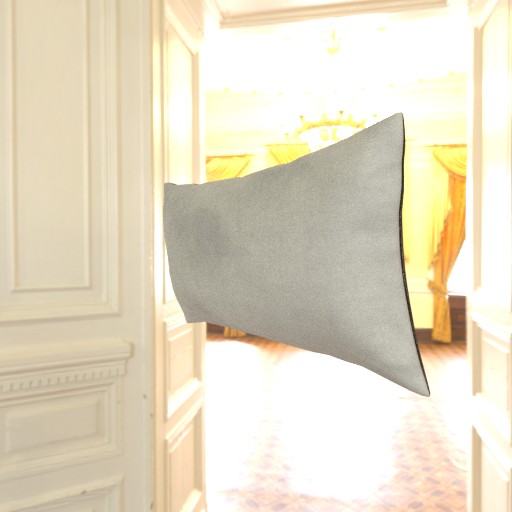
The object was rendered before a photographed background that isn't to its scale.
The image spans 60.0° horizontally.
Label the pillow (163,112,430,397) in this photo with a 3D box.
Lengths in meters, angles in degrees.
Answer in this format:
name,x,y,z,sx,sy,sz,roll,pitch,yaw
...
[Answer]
name,x,y,z,sx,sy,sz,roll,pitch,yaw
pillow,0.000,0.000,0.722,0.156,0.305,0.608,-1,1,-35
